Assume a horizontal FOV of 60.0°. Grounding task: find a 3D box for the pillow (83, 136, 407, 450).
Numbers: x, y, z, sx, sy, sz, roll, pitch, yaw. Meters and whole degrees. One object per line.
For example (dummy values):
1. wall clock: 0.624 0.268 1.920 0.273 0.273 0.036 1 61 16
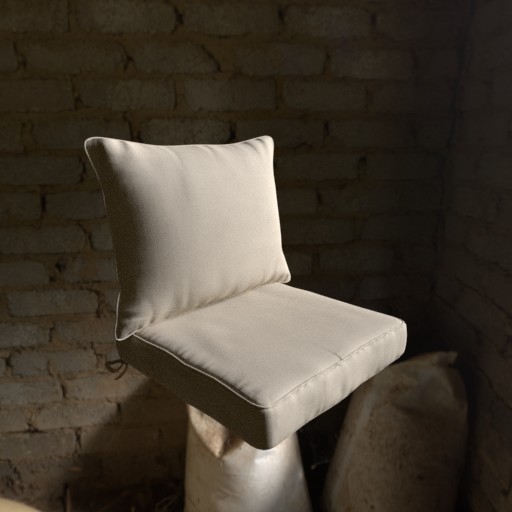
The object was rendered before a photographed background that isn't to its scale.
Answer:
1. pillow: 0.000 0.000 1.372 0.733 0.716 0.798 14 21 42
